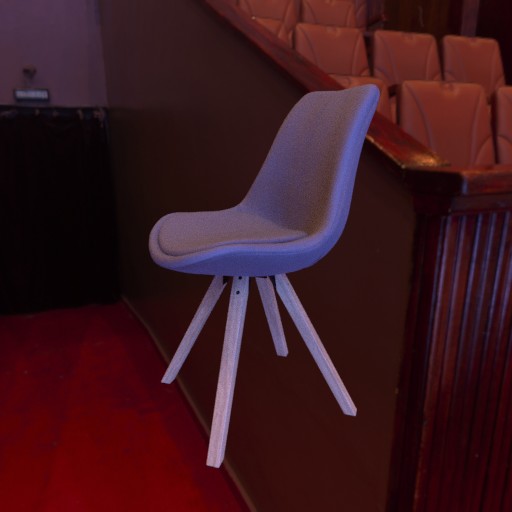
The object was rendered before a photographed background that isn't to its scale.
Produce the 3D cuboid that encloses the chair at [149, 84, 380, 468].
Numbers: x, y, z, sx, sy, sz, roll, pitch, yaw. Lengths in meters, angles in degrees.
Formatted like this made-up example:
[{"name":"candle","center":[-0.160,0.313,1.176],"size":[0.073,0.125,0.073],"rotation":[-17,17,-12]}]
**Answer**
[{"name":"chair","center":[0.000,0.000,1.190],"size":[0.547,0.865,0.483],"rotation":[-8,17,-26]}]
